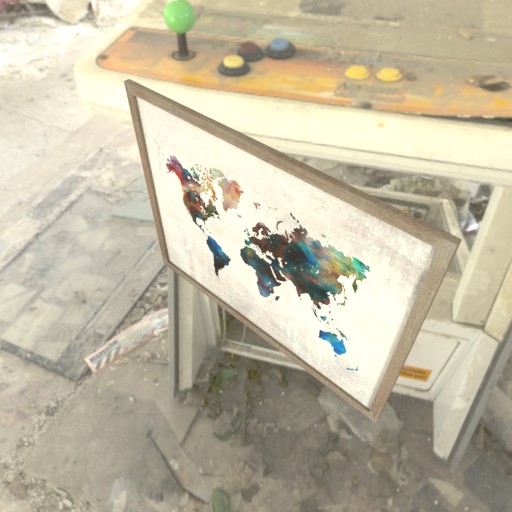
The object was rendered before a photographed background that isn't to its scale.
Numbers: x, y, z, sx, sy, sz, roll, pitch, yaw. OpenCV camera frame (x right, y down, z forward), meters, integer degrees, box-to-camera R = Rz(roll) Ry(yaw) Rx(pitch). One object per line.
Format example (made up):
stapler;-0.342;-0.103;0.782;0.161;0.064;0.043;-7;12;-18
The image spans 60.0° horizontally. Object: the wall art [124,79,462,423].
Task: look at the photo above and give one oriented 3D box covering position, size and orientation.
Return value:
wall art;0.000;0.000;1.332;1.012;0.774;0.019;33;54;28
